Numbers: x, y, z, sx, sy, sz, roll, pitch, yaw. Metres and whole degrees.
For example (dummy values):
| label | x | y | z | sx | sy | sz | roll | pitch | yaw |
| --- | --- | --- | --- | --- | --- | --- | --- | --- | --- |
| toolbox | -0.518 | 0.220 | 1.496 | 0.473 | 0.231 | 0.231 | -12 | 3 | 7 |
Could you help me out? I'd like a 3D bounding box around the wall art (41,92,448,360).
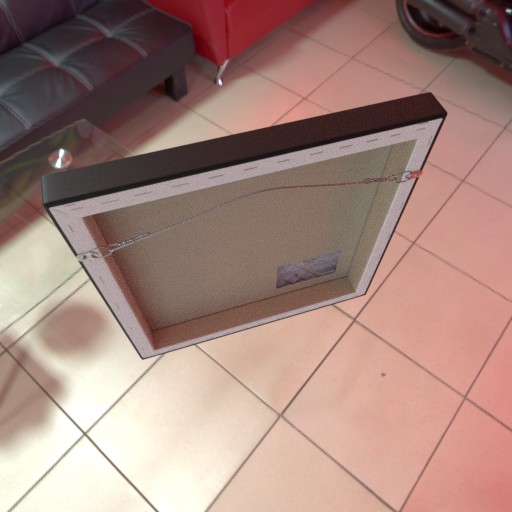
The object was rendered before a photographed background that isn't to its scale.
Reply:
| label | x | y | z | sx | sy | sz | roll | pitch | yaw |
| --- | --- | --- | --- | --- | --- | --- | --- | --- | --- |
| wall art | 0.000 | 0.000 | 0.602 | 0.406 | 0.407 | 0.041 | -15 | 59 | -9 |
